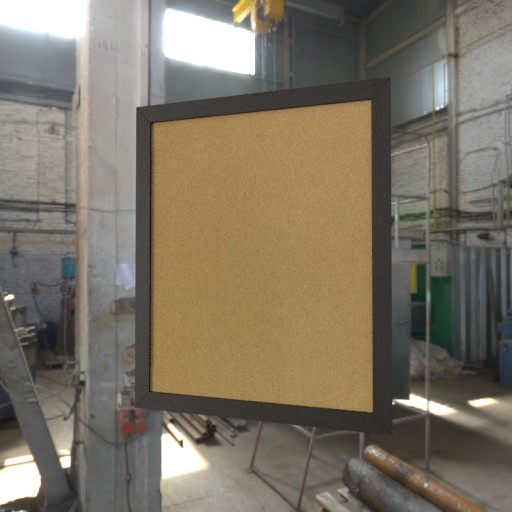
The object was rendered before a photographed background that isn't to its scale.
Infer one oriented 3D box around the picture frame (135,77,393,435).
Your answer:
[{"bbox_3d":[0.000,0.000,0.773,0.452,0.555,0.044,0,-1,17],"label":"picture frame"}]
